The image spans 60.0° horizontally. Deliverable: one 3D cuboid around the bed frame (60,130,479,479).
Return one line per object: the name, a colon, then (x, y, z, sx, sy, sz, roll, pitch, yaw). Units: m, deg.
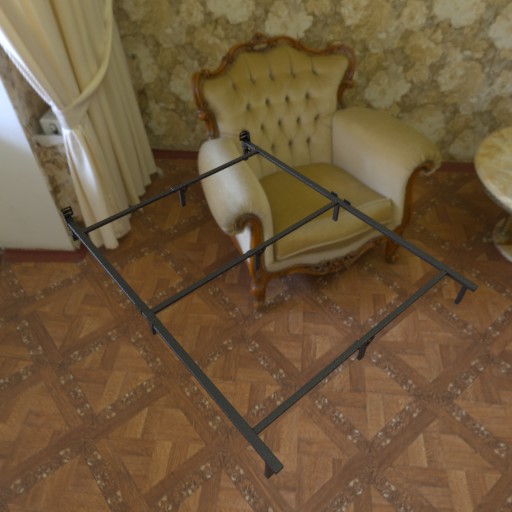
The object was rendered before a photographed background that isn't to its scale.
bed frame: (0.000, 0.000, 2.635, 1.498, 0.248, 1.990, -31, 53, -27)
